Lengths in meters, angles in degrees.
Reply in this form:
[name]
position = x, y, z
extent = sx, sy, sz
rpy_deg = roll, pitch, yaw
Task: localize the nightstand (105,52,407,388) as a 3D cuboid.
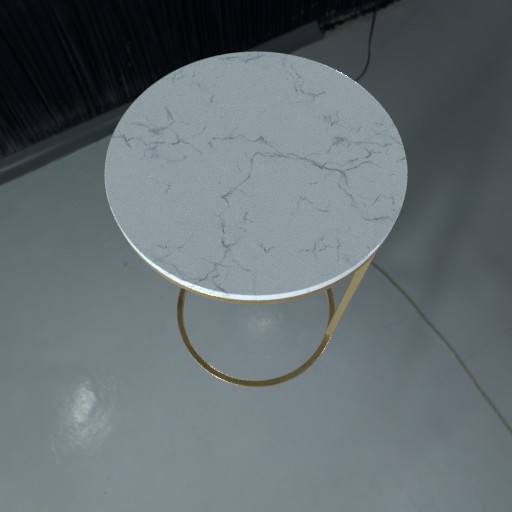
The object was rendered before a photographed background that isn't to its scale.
[nightstand]
position = 0.000, 0.000, 0.866
extent = 0.400, 0.610, 0.400
rpy_deg = -32, 68, -15
